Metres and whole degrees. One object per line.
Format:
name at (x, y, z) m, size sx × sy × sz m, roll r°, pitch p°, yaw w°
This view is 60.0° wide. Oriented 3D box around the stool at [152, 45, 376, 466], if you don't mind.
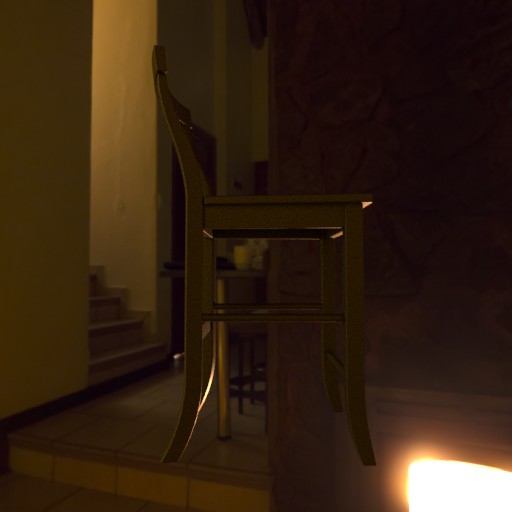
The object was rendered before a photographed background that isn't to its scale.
stool at (0.000, 0.000, 1.254) m, size 0.559 × 0.989 × 0.452 m, roll 0°, pitch -2°, yaw 0°
